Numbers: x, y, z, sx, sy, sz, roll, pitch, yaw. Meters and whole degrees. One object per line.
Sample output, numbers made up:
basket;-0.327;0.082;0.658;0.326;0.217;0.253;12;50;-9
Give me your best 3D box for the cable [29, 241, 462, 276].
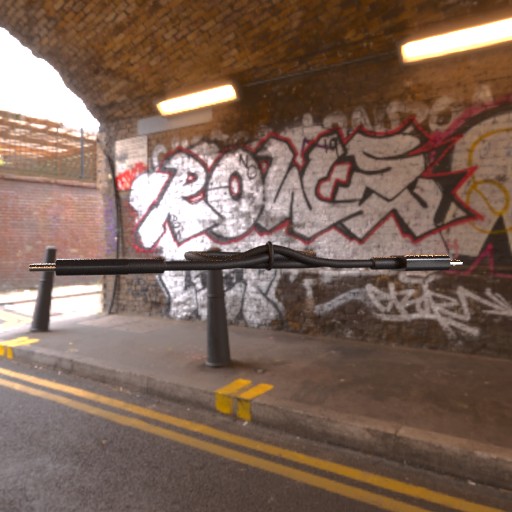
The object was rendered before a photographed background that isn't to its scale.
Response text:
cable;0.000;0.000;0.219;0.192;0.014;0.070;0;1;-18
